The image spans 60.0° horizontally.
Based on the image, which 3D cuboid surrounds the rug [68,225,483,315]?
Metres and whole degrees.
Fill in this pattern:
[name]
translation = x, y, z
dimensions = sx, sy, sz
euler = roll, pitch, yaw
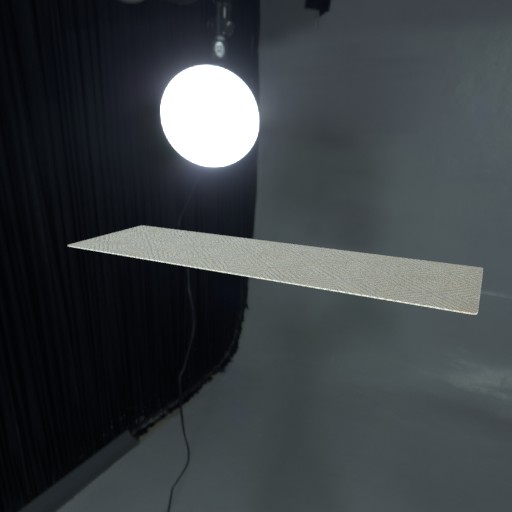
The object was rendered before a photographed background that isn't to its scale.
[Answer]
[rug]
translation = 0.000, 0.000, 2.496
dimensions = 2.277, 0.008, 0.676
euler = 8, 18, 27
